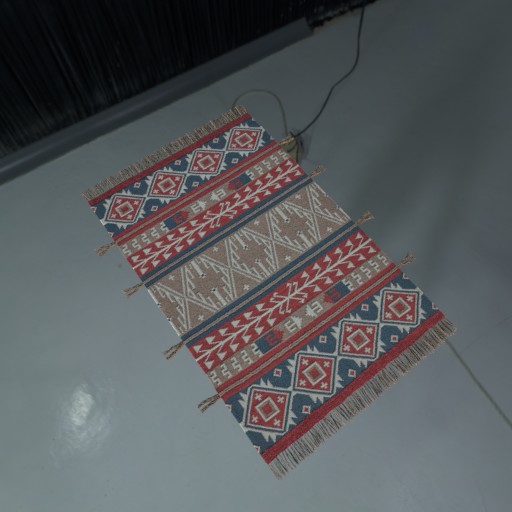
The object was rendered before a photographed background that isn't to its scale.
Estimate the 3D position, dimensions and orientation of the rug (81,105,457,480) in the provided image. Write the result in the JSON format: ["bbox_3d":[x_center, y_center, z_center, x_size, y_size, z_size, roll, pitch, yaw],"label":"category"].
[{"bbox_3d":[0.000,0.000,2.571,1.469,0.040,2.025,-34,69,-15],"label":"rug"}]
